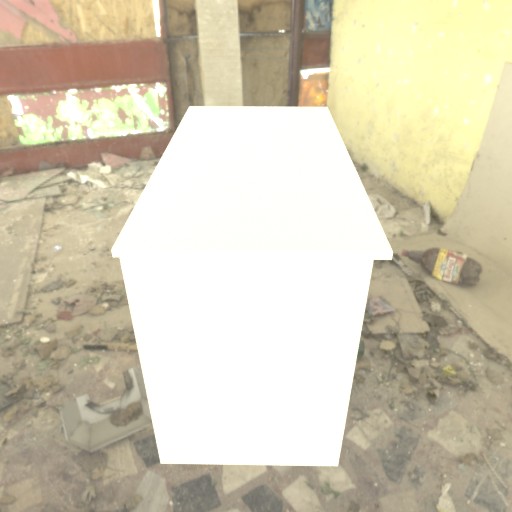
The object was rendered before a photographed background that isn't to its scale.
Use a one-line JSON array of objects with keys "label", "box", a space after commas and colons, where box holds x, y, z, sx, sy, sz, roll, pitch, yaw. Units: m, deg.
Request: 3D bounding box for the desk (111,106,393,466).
[{"label": "desk", "box": [0.000, 0.000, 1.539, 0.560, 0.735, 1.097, 1, 33, 1]}]
